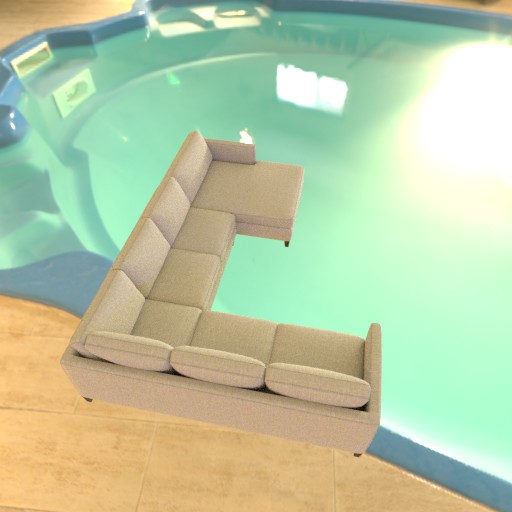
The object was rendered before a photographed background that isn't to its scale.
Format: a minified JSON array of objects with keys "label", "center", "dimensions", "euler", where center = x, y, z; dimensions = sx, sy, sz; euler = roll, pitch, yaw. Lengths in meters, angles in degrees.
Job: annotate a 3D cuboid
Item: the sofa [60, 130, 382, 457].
[{"label":"sofa","center":[0.000,0.000,4.639],"dimensions":[2.551,0.889,3.403],"euler":[8,47,8]}]
